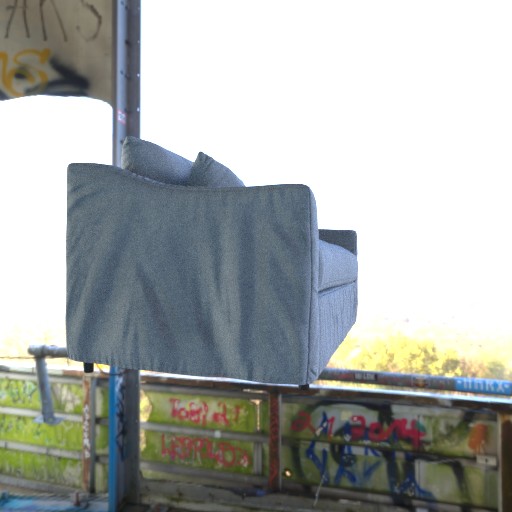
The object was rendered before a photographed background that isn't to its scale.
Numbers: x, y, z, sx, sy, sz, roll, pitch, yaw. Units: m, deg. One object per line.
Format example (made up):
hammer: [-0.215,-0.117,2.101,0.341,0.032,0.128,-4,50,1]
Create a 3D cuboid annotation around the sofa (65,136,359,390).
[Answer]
sofa: [0.000,0.000,2.619,1.072,1.018,2.010,0,-1,17]
